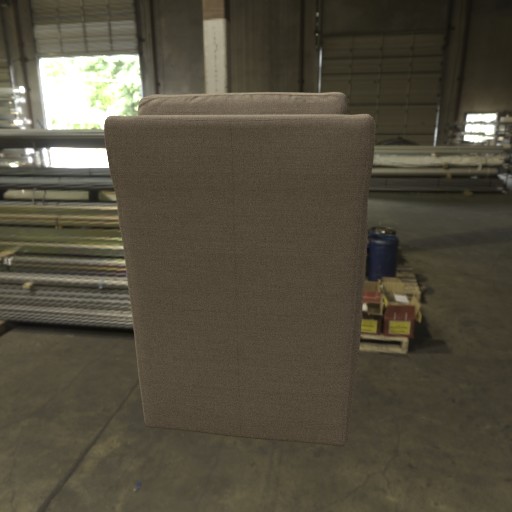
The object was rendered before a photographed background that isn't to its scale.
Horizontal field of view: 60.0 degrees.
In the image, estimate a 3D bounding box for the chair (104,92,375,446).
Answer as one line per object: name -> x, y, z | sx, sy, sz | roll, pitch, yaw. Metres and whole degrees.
chair -> 0.000, 0.000, 1.362 | 0.626, 0.914, 0.694 | 2, 16, 8
